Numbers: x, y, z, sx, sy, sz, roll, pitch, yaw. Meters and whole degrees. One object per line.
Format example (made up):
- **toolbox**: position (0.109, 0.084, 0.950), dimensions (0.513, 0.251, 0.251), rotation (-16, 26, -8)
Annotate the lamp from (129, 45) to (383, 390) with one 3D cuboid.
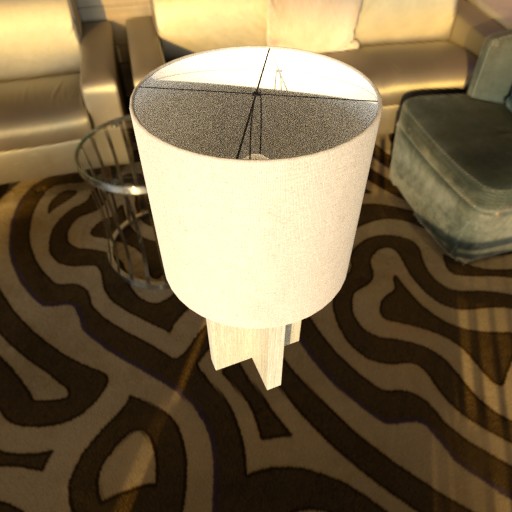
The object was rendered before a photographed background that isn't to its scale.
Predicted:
- **lamp**: position (0.000, 0.000, 0.558), dimensions (0.229, 0.428, 0.229), rotation (-16, 48, -16)
